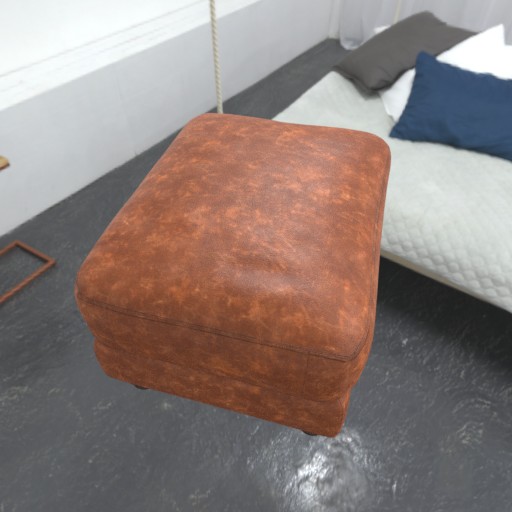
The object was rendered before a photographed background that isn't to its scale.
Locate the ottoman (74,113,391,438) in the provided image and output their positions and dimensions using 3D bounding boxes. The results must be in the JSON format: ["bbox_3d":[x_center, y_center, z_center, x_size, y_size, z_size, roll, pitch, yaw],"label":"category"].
[{"bbox_3d":[0.000,0.000,1.263,0.657,0.562,0.832,11,47,11],"label":"ottoman"}]
